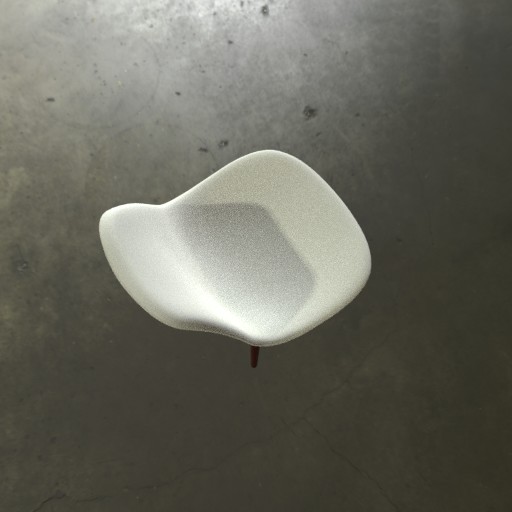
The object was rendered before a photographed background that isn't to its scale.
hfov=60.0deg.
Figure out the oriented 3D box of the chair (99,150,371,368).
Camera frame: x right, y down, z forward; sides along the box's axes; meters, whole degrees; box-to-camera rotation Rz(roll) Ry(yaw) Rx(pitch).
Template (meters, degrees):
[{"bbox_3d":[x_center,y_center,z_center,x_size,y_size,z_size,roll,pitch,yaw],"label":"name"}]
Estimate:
[{"bbox_3d":[0.000,0.000,1.133,0.533,0.826,0.470,-34,77,-9],"label":"chair"}]
